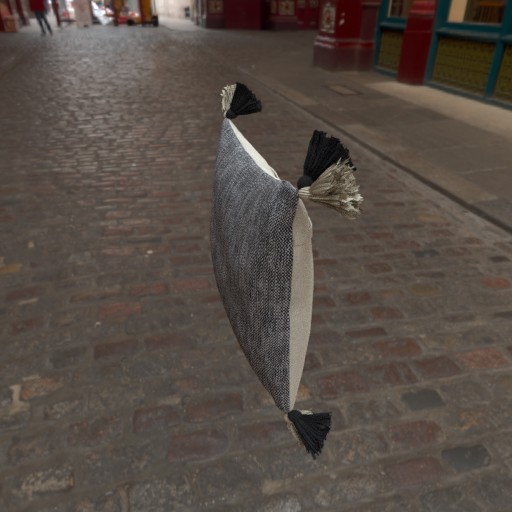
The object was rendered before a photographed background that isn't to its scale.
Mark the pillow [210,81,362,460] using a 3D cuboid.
[{"bbox_3d":[0.000,0.000,0.971,0.170,0.659,0.654,-9,32,-14],"label":"pillow"}]
